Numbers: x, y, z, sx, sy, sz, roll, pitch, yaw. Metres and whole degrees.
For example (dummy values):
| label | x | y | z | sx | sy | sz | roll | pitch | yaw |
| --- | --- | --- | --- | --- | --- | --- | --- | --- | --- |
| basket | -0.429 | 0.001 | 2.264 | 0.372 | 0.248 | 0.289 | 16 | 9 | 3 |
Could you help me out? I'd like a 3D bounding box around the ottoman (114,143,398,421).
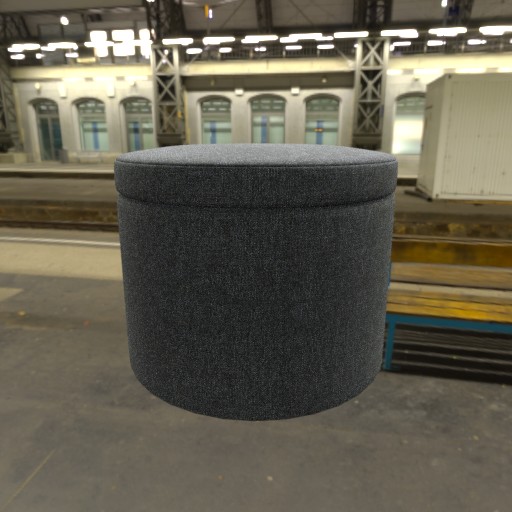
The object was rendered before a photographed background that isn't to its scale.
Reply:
| label | x | y | z | sx | sy | sz | roll | pitch | yaw |
| --- | --- | --- | --- | --- | --- | --- | --- | --- | --- |
| ottoman | 0.000 | 0.000 | 0.859 | 0.500 | 0.419 | 0.500 | 0 | 15 | 0 |
